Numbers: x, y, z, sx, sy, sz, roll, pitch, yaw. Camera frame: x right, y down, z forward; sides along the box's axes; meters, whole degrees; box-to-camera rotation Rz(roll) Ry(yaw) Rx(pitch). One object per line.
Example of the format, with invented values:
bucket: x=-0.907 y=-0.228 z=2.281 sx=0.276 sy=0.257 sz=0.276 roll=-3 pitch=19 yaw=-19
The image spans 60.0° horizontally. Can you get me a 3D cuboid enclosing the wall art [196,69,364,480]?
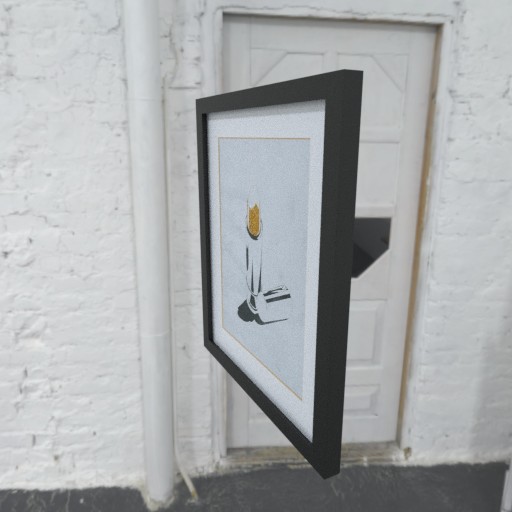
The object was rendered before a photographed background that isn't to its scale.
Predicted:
wall art: x=0.000 y=0.000 z=0.538 sx=0.019 sy=0.381 sz=0.330 roll=-8 pitch=17 yaw=-27
